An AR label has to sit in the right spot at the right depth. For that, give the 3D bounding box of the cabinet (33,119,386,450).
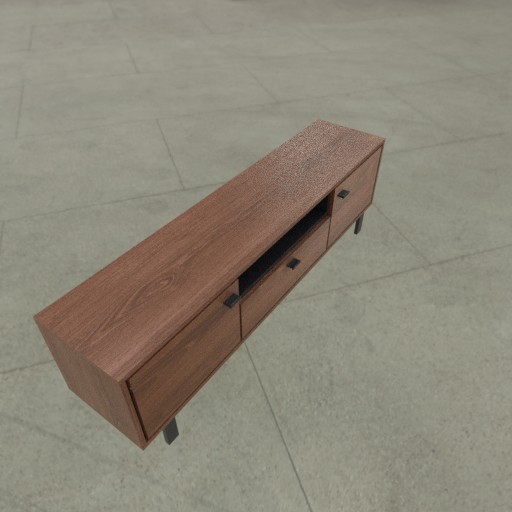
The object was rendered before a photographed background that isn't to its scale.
[{"bbox_3d":[0.000,0.000,1.862,0.400,0.500,1.650,26,47,26],"label":"cabinet"}]
